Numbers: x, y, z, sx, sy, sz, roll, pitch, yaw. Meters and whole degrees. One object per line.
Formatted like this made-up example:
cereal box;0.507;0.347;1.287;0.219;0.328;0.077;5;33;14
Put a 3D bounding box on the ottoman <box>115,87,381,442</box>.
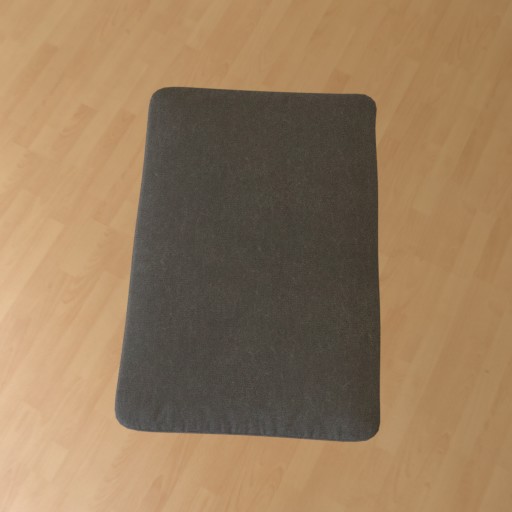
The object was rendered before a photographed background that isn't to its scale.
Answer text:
ottoman;0.000;0.000;1.594;0.840;0.429;1.199;3;77;1
